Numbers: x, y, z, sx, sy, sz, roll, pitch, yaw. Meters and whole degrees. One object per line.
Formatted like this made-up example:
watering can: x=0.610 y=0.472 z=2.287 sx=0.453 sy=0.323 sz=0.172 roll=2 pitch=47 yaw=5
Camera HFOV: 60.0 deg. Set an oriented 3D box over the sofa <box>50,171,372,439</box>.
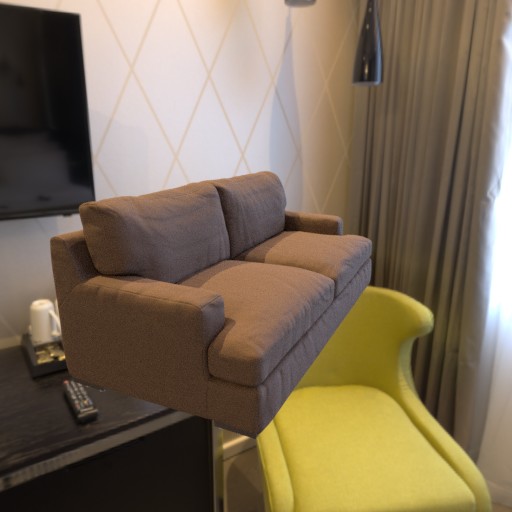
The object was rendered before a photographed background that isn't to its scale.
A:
sofa: x=0.000 y=0.000 z=2.923 sx=1.140 sy=0.950 sz=2.274 roll=7 pitch=17 yaw=25
